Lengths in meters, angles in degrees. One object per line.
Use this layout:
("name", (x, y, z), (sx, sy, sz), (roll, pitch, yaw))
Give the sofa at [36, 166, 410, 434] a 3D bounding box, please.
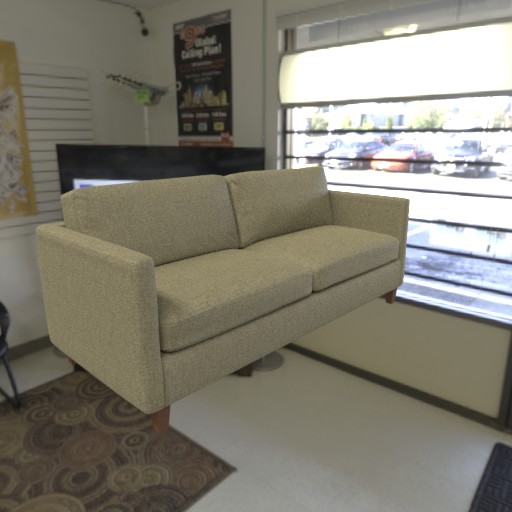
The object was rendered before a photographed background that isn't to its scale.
("sofa", (0.000, 0.000, 2.694), (0.956, 0.960, 2.208), (14, 21, 42))
